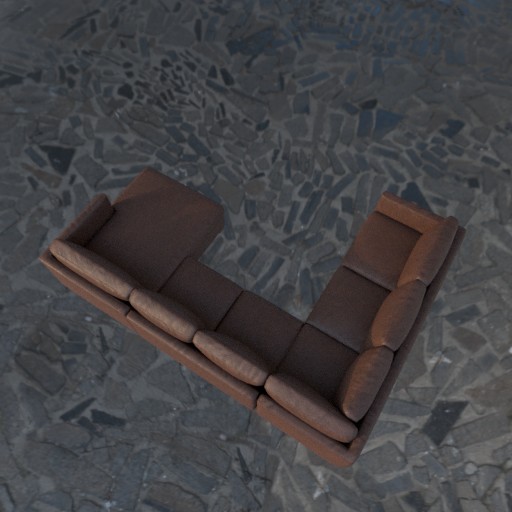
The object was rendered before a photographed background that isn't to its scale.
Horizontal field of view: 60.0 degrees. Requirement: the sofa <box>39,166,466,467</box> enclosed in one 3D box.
[{"bbox_3d":[0.000,0.000,4.622,3.460,0.923,2.593,29,67,14],"label":"sofa"}]
